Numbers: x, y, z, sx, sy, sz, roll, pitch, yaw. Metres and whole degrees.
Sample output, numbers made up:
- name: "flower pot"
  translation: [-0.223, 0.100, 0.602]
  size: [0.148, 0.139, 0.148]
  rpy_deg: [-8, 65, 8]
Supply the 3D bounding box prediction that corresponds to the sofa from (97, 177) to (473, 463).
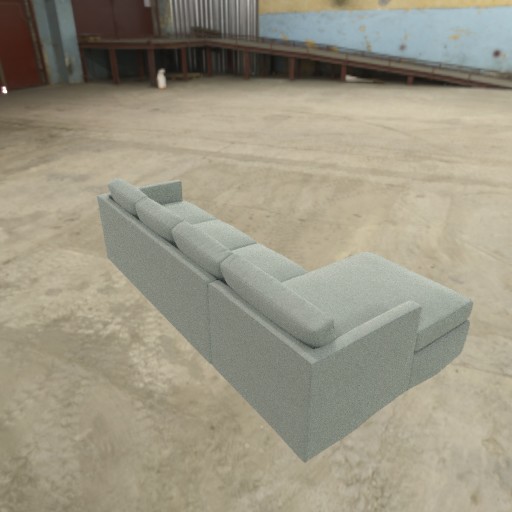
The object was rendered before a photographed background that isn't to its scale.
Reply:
- name: "sofa"
  translation: [0.000, 0.000, 3.877]
  size: [1.650, 0.922, 3.205]
  rpy_deg: [-19, 32, -32]
